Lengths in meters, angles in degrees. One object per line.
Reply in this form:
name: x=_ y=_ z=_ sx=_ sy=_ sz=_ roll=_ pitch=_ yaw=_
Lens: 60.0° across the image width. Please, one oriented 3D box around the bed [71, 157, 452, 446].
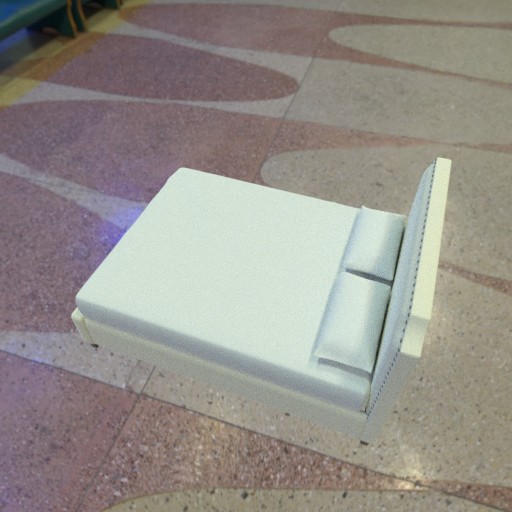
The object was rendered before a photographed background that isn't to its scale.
bed: x=0.000 y=0.000 z=3.372 sx=2.329 sy=1.415 sz=1.703 roll=15 pitch=50 yaw=14
